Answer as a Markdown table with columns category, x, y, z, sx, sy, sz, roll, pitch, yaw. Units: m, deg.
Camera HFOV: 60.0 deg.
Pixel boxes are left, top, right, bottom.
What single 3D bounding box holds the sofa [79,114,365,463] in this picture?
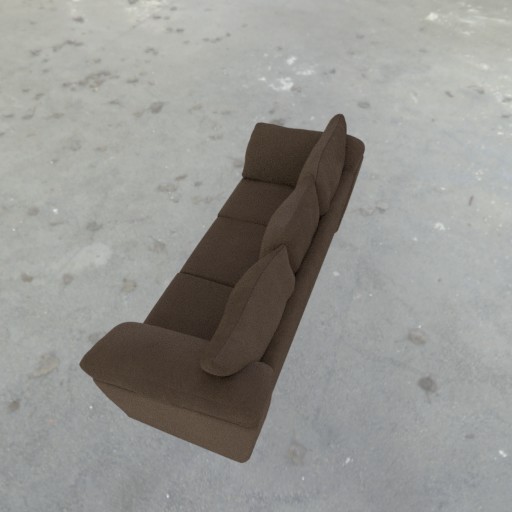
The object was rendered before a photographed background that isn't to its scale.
| category | x | y | z | sx | sy | sz | roll | pitch | yaw |
| --- | --- | --- | --- | --- | --- | --- | --- | --- | --- |
| sofa | 0.000 | 0.000 | 2.823 | 0.878 | 1.015 | 2.336 | 16 | 48 | 15 |
